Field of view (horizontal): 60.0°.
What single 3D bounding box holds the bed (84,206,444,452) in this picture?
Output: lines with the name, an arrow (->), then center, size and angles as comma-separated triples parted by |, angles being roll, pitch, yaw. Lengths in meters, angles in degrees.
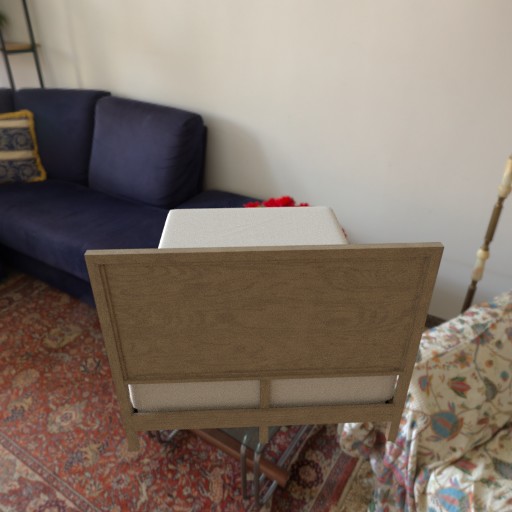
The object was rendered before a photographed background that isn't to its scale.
bed -> 0.000, 0.000, 3.263 | 1.606, 1.369, 2.189 | -1, 31, -2
